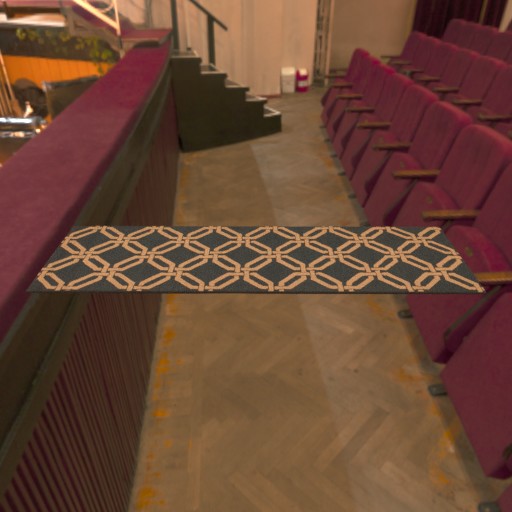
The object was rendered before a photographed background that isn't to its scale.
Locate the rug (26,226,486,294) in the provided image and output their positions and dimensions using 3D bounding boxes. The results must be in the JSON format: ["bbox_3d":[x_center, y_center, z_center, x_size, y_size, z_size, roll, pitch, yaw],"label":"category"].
[{"bbox_3d":[0.000,0.000,2.471,2.276,0.014,0.678,0,32,0],"label":"rug"}]
